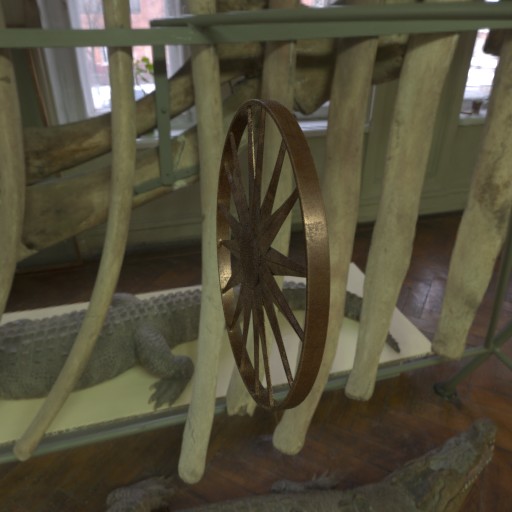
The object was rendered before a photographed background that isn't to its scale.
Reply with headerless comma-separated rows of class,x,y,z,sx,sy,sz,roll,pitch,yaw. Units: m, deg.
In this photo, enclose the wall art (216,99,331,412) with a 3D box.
wall art,0.000,0.000,0.874,0.084,0.583,0.582,-8,30,-14
